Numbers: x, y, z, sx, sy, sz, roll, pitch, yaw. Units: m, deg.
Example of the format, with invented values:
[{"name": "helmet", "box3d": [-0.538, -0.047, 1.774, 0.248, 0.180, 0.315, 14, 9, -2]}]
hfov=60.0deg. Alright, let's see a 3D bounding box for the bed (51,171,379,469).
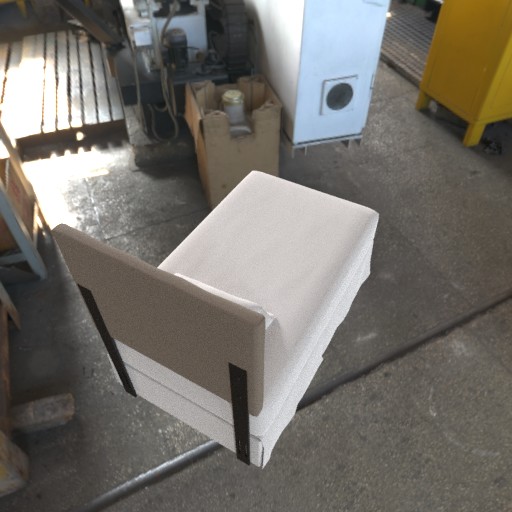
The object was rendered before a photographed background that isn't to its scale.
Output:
[{"name": "bed", "box3d": [0.000, 0.000, 3.051, 1.261, 1.571, 1.997, 22, 50, 20]}]
